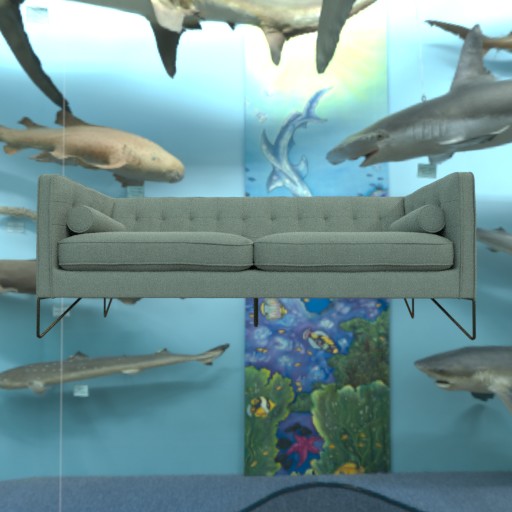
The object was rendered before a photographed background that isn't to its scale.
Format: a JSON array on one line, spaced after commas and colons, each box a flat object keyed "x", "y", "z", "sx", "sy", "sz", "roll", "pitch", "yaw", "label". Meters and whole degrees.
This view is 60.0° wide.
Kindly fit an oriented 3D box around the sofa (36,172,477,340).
[{"x": 0.000, "y": 0.000, "z": 2.504, "sx": 2.079, "sy": 0.798, "sz": 0.912, "roll": 0, "pitch": -1, "yaw": 1, "label": "sofa"}]
